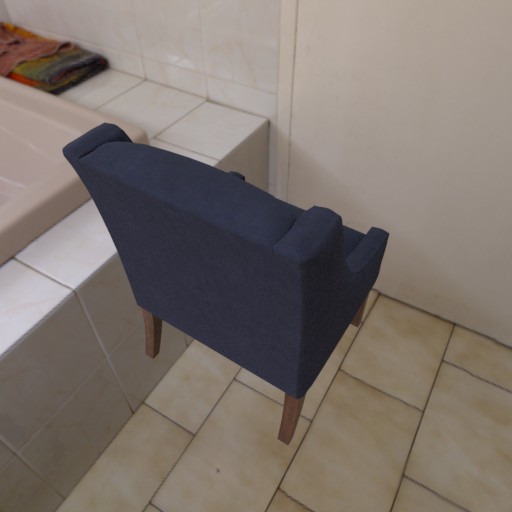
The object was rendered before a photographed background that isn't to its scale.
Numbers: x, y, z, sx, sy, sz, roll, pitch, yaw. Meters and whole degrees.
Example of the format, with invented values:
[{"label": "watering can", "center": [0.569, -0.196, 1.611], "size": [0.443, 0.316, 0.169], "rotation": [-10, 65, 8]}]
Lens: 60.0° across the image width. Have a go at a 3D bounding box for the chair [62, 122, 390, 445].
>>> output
[{"label": "chair", "center": [0.000, 0.000, 1.333], "size": [0.629, 0.895, 0.629], "rotation": [25, 51, 22]}]
